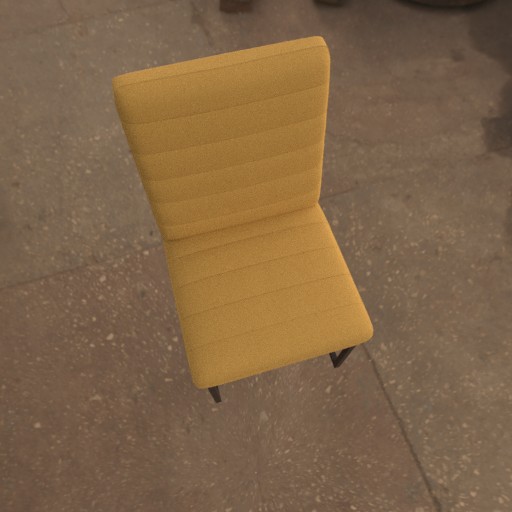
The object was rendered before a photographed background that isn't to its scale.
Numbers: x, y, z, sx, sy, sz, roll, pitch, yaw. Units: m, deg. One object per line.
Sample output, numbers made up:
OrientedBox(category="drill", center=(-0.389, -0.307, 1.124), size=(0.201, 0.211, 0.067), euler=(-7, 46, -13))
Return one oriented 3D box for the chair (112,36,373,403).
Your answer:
OrientedBox(category="chair", center=(0.000, 0.000, 1.298), size=(0.520, 0.930, 0.634), euler=(-14, 65, -7))
